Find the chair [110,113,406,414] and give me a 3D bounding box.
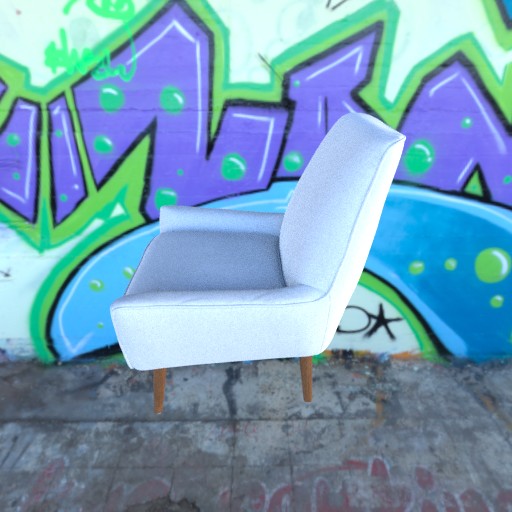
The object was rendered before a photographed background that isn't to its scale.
[{"bbox_3d":[0.000,0.000,1.512,0.822,0.888,0.787,0,26,-1],"label":"chair"}]
